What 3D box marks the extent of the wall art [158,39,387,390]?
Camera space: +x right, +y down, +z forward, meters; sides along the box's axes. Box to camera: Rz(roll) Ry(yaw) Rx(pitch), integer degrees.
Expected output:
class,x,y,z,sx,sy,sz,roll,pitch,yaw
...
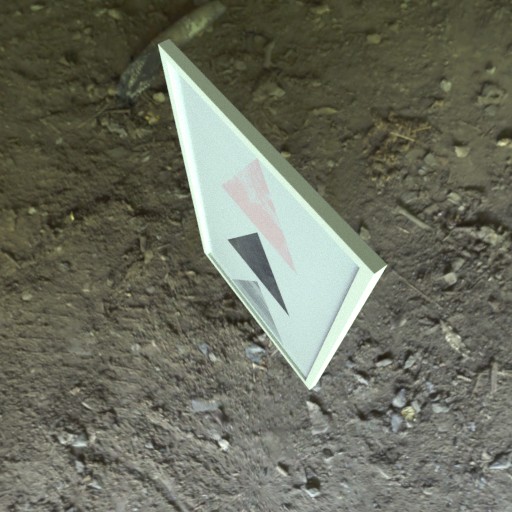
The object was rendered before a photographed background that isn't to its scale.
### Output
class,x,y,z,sx,sy,sz,roll,pitch,yaw
wall art,0.000,0.000,0.565,0.013,0.433,0.303,-33,67,-16
